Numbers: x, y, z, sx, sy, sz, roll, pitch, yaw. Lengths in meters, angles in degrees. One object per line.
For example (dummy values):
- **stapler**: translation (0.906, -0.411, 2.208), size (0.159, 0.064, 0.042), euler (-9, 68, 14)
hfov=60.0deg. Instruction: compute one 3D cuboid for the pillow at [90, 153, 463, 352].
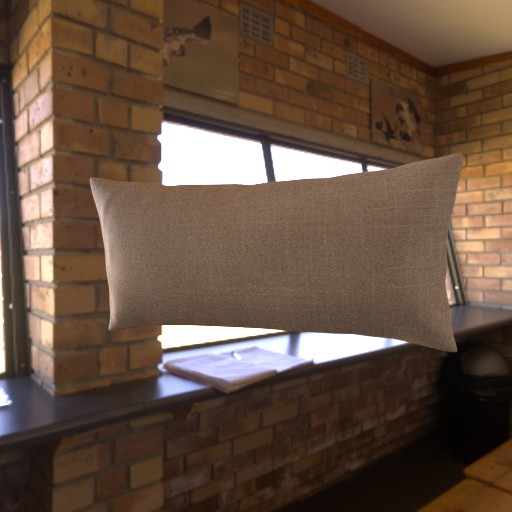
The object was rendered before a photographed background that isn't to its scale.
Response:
- **pillow**: translation (0.000, 0.000, 0.727), size (0.612, 0.282, 0.155), euler (0, 0, 18)
